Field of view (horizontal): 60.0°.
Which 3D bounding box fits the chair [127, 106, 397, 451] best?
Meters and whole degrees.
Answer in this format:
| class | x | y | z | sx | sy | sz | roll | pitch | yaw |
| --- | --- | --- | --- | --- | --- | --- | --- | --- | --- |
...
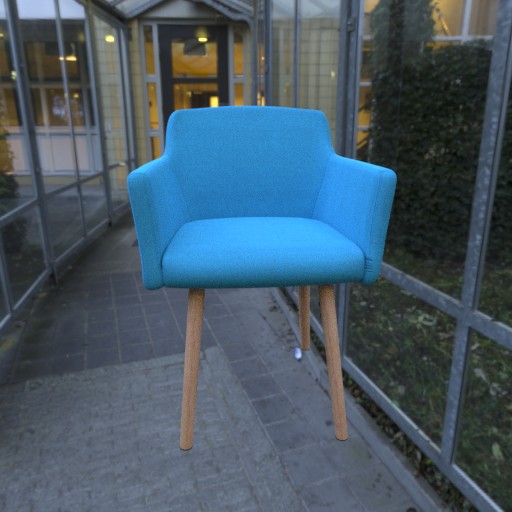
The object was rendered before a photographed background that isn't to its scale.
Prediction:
| class | x | y | z | sx | sy | sz | roll | pitch | yaw |
| --- | --- | --- | --- | --- | --- | --- | --- | --- | --- |
| chair | 0.000 | 0.000 | 1.194 | 0.570 | 0.780 | 0.540 | -2 | 17 | -5 |
